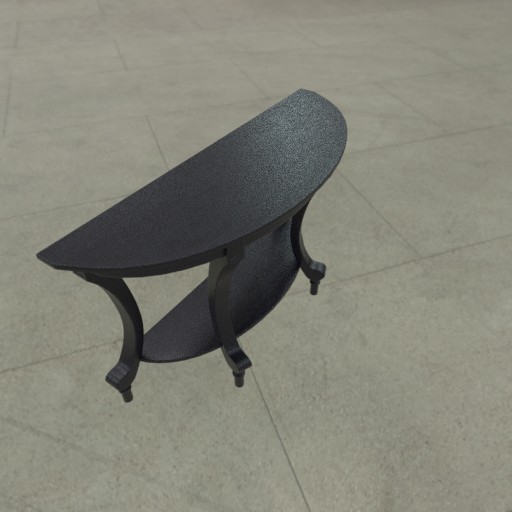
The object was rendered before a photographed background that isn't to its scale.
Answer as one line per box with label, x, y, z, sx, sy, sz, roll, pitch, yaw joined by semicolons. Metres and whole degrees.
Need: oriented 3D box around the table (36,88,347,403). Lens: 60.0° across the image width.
table;0.000;0.000;1.525;0.394;0.692;1.198;25;47;25
